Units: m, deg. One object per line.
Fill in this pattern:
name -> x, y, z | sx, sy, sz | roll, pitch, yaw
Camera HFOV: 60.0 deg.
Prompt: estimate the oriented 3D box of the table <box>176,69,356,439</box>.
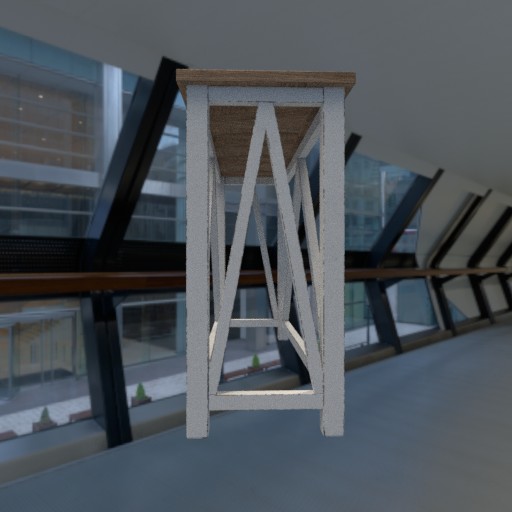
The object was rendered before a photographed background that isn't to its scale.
table -> 0.000, 0.000, 1.808 | 0.450, 0.930, 1.400 | 0, 0, -2
